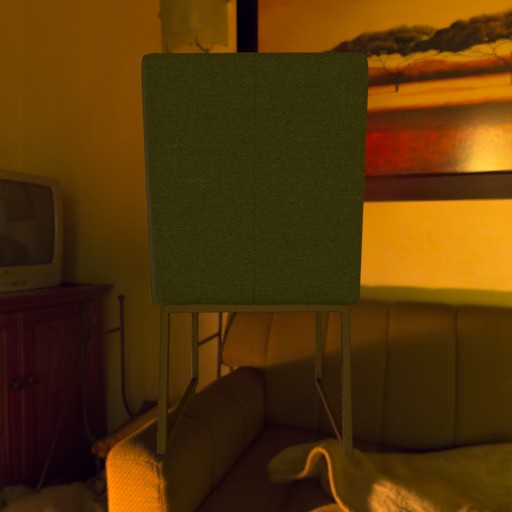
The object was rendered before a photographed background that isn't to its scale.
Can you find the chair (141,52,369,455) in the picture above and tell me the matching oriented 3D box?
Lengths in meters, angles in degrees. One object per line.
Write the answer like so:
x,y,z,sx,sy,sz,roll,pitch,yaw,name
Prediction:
0.000,0.000,1.293,0.520,0.930,0.634,0,1,1,chair
